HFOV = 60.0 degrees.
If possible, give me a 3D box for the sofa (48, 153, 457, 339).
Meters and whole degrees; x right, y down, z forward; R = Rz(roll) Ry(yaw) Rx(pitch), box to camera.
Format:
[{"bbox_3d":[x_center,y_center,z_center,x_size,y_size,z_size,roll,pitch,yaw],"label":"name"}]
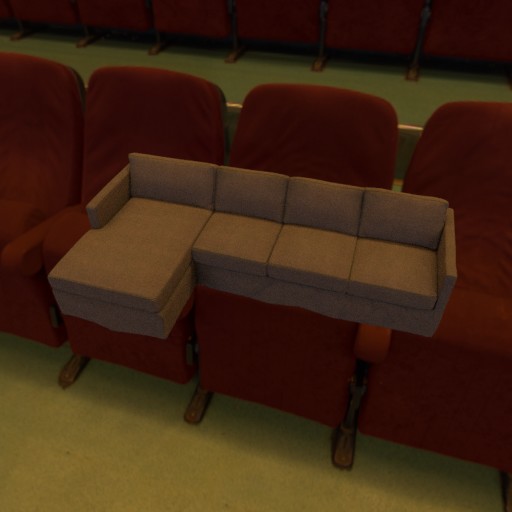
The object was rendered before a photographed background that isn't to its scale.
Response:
[{"bbox_3d":[0.000,0.000,3.885,3.205,0.922,1.650,11,43,12],"label":"sofa"}]
